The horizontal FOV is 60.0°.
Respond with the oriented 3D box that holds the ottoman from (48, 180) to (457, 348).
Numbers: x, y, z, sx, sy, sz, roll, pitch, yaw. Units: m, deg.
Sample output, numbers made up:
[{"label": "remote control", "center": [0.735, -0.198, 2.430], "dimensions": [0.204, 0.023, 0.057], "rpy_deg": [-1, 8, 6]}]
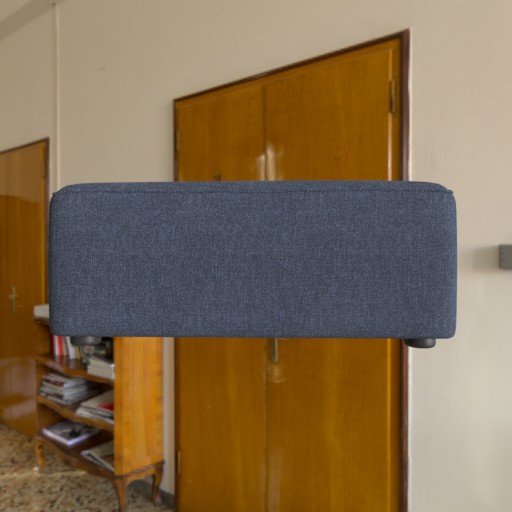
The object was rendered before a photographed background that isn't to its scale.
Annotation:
[{"label": "ottoman", "center": [0.000, 0.000, 1.541], "dimensions": [1.000, 0.439, 1.000], "rpy_deg": [0, 1, 2]}]
